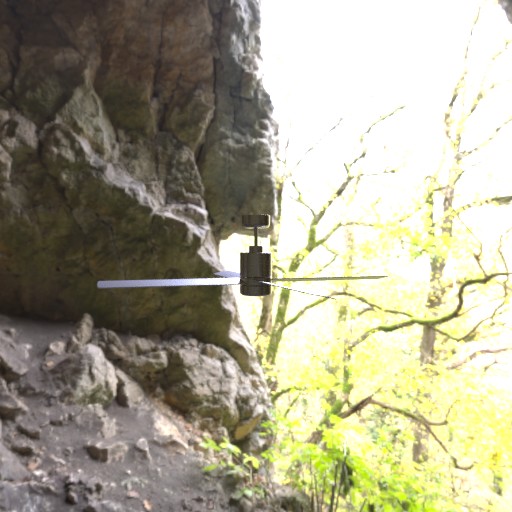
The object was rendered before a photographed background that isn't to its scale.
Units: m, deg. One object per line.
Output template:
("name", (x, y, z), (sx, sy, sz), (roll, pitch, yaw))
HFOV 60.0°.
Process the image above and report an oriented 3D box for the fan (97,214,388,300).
("fan", (0.000, 0.000, 1.953), (1.322, 0.355, 1.322), (0, 1, -18))
